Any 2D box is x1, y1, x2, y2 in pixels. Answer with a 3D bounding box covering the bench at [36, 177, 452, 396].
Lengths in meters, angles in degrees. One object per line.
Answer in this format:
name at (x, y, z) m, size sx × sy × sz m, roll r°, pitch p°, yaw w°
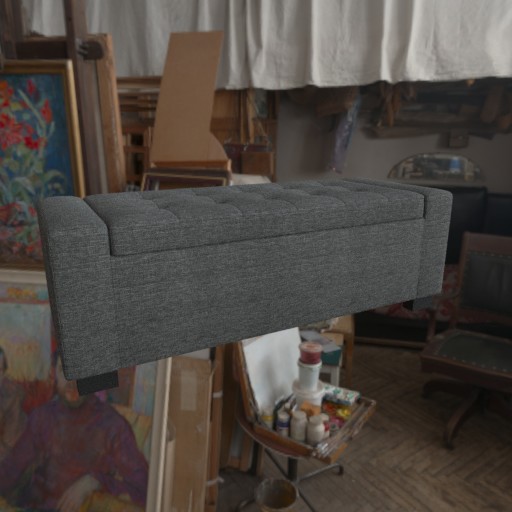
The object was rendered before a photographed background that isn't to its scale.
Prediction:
bench at (0.000, 0.000, 1.517) m, size 1.296 × 0.445 × 0.508 m, roll -8°, pitch 18°, yaw -26°
